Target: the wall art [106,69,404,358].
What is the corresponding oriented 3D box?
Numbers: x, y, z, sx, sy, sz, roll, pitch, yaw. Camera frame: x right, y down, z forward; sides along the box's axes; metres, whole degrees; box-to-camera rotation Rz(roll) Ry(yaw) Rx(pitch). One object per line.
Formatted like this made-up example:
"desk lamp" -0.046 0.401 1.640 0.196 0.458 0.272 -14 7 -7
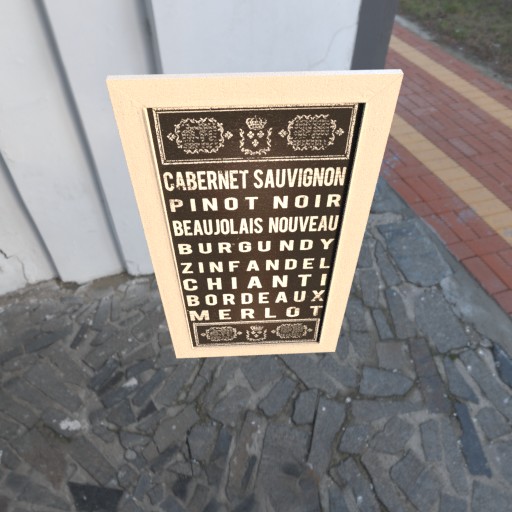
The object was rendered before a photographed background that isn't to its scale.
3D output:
"wall art" 0.000 0.000 0.818 0.380 0.683 0.013 -2 47 -2
